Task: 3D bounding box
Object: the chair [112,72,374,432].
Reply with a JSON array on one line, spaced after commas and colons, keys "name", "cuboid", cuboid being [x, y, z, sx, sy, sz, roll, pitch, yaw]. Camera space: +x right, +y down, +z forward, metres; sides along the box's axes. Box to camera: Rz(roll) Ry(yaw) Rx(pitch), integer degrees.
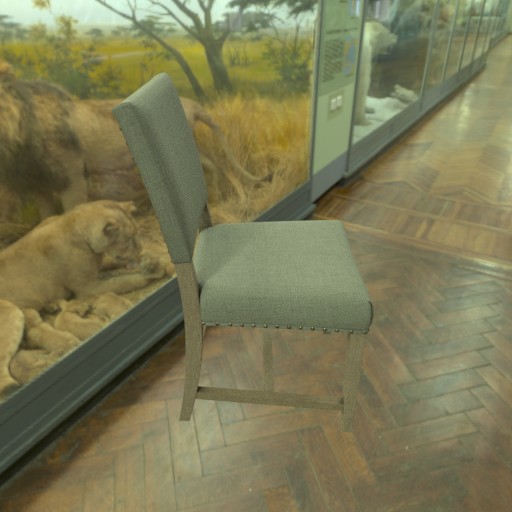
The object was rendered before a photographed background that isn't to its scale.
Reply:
[{"name": "chair", "cuboid": [0.000, 0.000, 1.353, 0.622, 0.986, 0.508, 0, 30, 0]}]
